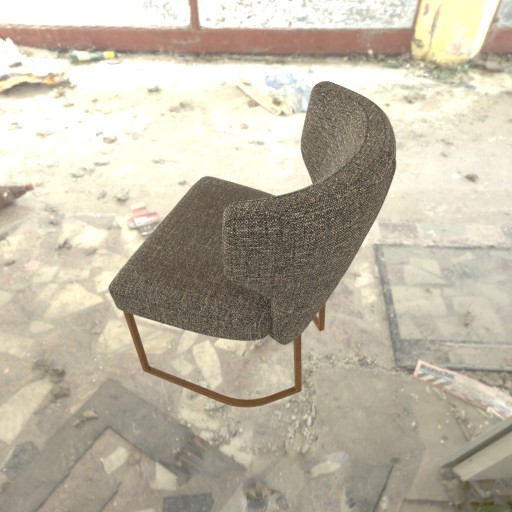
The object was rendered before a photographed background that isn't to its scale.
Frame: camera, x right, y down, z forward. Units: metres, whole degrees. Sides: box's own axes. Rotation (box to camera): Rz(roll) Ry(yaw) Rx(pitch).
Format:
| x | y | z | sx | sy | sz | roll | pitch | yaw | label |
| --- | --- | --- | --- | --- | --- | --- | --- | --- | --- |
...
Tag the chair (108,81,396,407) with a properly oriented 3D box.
| x | y | z | sx | sy | sz | roll | pitch | yaw | label |
| --- | --- | --- | --- | --- | --- | --- | --- | --- | --- |
| 0.000 | 0.000 | 1.252 | 0.617 | 0.824 | 0.611 | 16 | 48 | 16 | chair |
